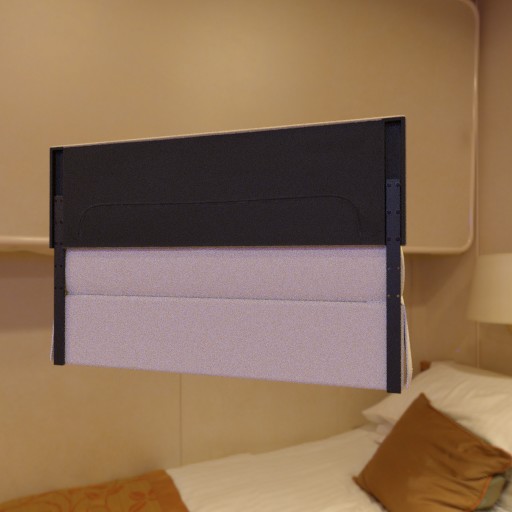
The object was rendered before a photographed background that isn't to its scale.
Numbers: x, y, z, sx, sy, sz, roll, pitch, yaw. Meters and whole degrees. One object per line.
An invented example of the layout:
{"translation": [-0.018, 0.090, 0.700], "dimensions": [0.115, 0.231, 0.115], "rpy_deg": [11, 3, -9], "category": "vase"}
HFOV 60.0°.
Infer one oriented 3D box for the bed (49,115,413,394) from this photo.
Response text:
{"translation": [0.000, 0.000, 3.332], "dimensions": [2.170, 1.346, 1.914], "rpy_deg": [0, 0, 17], "category": "bed"}
